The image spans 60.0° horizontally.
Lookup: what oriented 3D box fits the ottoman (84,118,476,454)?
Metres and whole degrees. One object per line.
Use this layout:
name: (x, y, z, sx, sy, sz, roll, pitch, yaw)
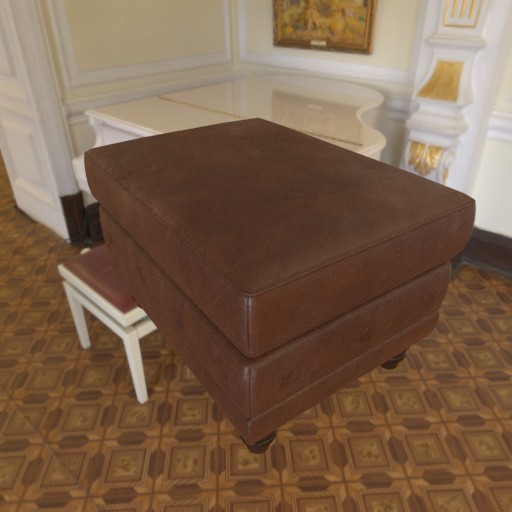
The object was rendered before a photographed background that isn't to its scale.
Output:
ottoman: (0.000, 0.000, 1.155, 0.588, 0.509, 0.795, -20, 37, -29)
